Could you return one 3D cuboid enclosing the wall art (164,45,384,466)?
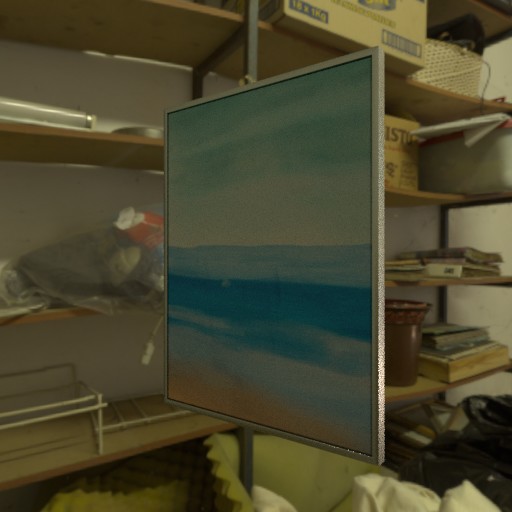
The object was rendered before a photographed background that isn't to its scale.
[{"bbox_3d":[0.000,0.000,1.375,0.803,1.062,0.041,0,0,37],"label":"wall art"}]
